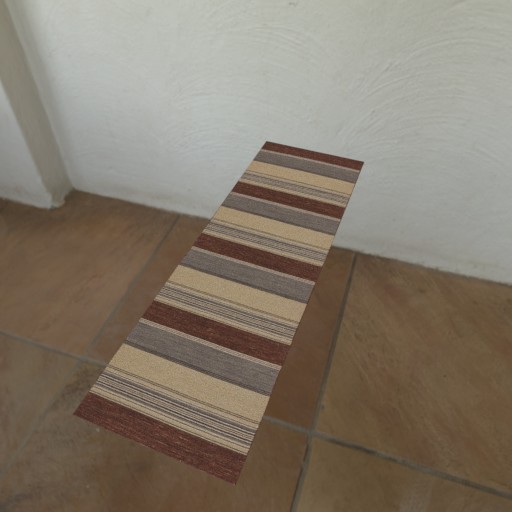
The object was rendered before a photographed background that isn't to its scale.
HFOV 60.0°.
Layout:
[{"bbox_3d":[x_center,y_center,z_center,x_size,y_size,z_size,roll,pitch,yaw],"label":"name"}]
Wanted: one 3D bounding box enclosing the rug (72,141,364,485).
[{"bbox_3d":[0.000,0.000,2.662,0.792,0.006,2.437,16,48,15],"label":"rug"}]
